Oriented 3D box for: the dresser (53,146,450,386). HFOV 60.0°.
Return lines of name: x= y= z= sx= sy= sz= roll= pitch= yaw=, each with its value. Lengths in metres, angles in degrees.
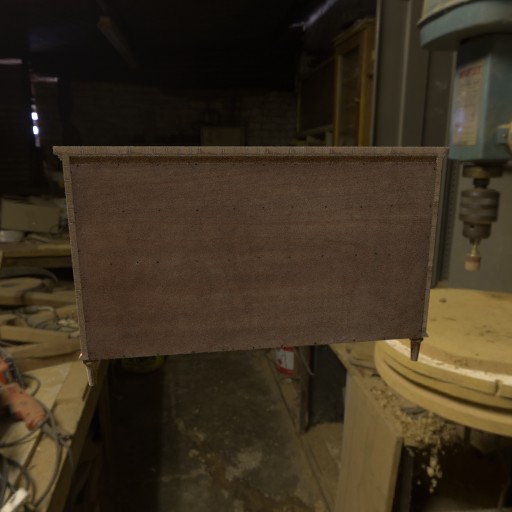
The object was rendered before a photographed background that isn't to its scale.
dresser: x=0.000 y=0.000 z=2.134 sx=1.626 sy=1.016 sz=0.457 roll=-2 pitch=13 yaw=-9
